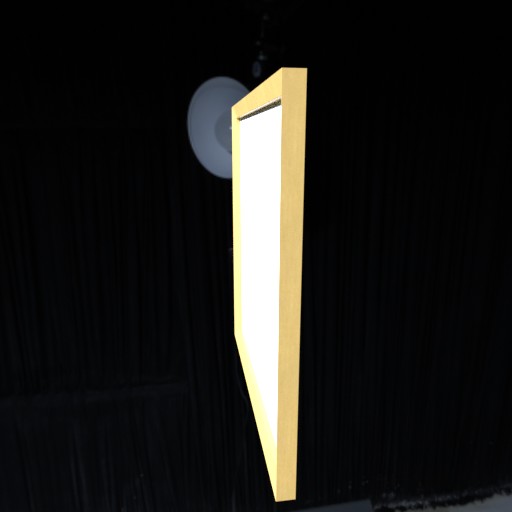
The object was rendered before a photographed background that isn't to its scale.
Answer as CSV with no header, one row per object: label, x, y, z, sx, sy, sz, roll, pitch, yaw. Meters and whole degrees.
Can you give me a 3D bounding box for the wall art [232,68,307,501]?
wall art,0.000,0.000,2.818,0.097,1.936,1.935,-2,15,-8
